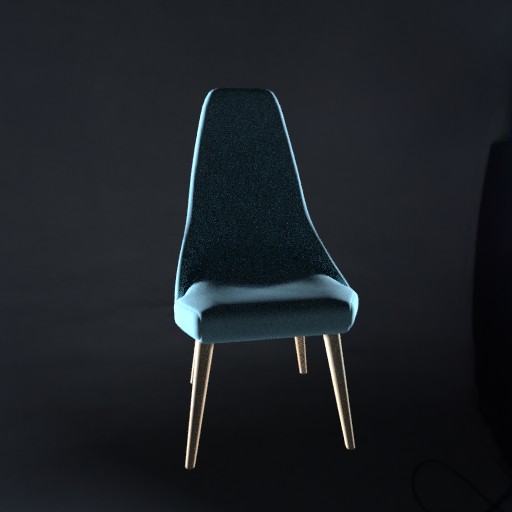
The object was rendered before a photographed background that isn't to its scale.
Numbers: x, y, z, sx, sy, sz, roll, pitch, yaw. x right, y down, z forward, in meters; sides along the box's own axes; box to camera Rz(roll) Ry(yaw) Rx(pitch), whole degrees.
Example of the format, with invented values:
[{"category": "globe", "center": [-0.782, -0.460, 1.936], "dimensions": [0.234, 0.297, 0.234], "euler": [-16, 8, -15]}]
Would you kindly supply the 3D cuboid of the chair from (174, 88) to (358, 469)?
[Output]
[{"category": "chair", "center": [0.000, 0.000, 1.393], "dimensions": [0.510, 1.040, 0.660], "euler": [-3, 16, -9]}]
